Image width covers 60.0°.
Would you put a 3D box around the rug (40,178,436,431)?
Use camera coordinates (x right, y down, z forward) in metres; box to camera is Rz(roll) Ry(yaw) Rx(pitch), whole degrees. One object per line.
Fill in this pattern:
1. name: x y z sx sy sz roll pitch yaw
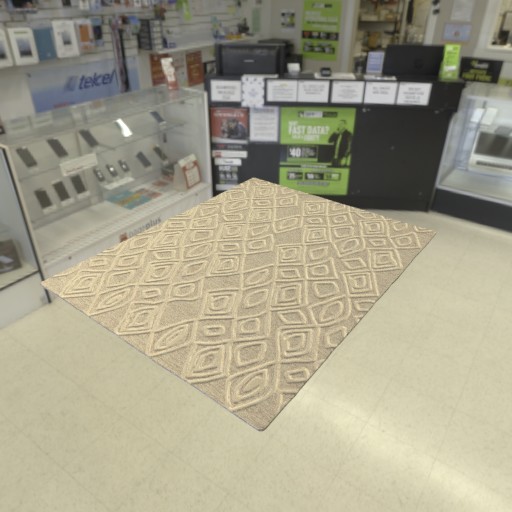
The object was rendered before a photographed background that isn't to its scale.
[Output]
1. rug: 0.000 0.000 4.256 2.449 0.025 3.049 22 39 31
